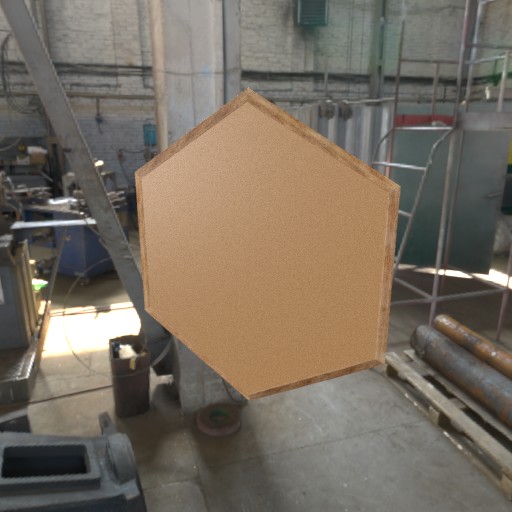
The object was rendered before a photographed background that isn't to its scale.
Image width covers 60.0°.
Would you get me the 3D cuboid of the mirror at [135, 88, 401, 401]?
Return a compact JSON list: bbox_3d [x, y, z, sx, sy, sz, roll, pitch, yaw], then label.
[{"bbox_3d":[0.000,0.000,1.102,0.675,0.779,0.091,8,18,26],"label":"mirror"}]
